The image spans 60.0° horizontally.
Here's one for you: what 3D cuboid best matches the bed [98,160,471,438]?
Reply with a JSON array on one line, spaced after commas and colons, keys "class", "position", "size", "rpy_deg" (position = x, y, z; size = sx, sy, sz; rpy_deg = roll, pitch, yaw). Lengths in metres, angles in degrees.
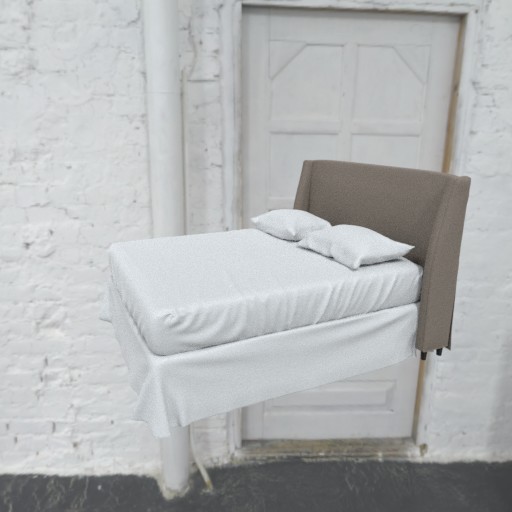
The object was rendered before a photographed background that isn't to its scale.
[{"class": "bed", "position": [0.000, 0.000, 3.448], "size": [2.276, 1.332, 1.925], "rpy_deg": [-7, 18, -24]}]
